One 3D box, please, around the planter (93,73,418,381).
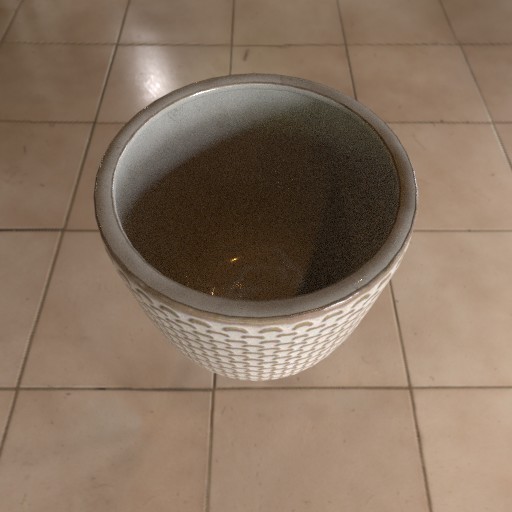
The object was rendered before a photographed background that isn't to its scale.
[{"bbox_3d":[0.000,0.000,0.348,0.197,0.191,0.197,0,58,0],"label":"planter"}]
